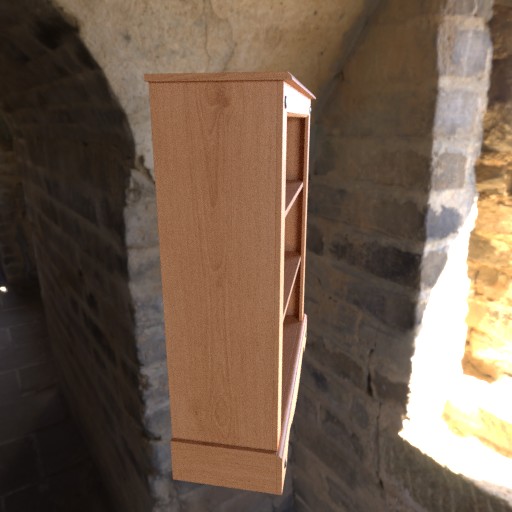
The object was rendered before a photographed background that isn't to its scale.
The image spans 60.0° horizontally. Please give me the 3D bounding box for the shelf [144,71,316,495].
[{"bbox_3d":[0.000,0.000,1.377,0.291,0.980,0.840,3,17,10],"label":"shelf"}]
